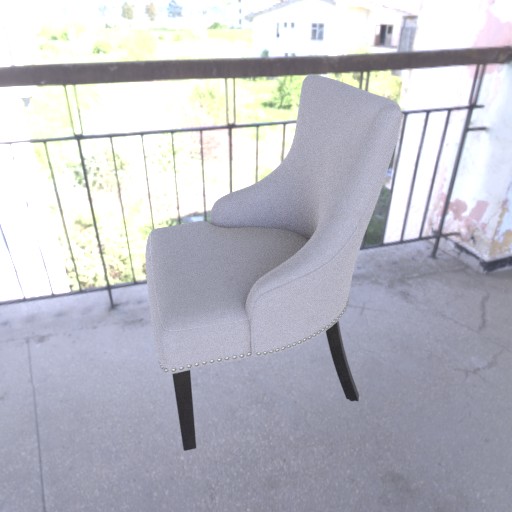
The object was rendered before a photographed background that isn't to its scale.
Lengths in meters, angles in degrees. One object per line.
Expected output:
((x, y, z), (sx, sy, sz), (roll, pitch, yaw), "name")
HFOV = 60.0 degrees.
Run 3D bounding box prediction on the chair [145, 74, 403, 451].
((0.000, 0.000, 1.286), (0.629, 0.909, 0.566), (-7, 31, -13), "chair")
